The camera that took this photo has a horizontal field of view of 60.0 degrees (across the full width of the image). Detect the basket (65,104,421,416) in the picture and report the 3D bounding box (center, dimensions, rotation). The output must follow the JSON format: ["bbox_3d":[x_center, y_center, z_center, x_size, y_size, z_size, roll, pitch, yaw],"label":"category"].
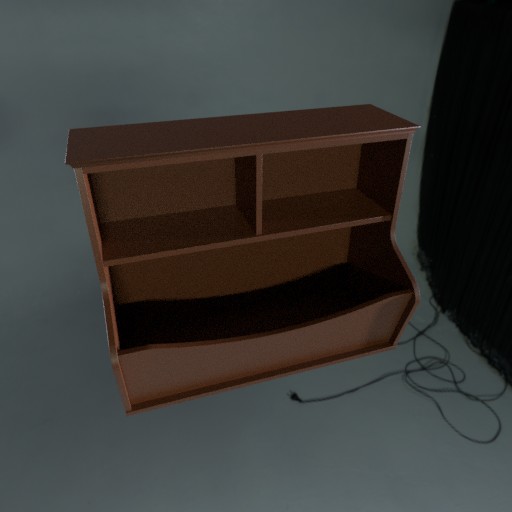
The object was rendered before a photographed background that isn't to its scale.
[{"bbox_3d":[0.000,0.000,1.148,0.792,0.625,0.376,-10,33,-15],"label":"basket"}]
